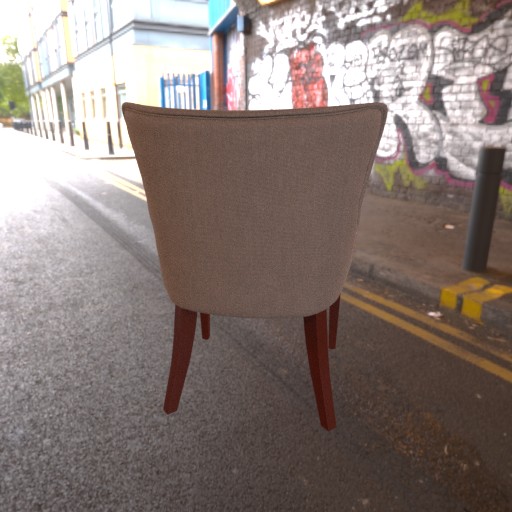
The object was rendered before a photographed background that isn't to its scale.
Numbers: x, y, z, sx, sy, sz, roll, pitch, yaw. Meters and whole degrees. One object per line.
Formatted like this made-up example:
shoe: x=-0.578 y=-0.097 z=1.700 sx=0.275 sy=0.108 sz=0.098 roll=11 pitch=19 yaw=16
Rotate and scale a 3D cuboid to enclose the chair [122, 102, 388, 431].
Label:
chair: x=0.000 y=0.000 z=1.453 sx=0.732 sy=0.948 sz=0.677 roll=3 pitch=18 yaw=9
